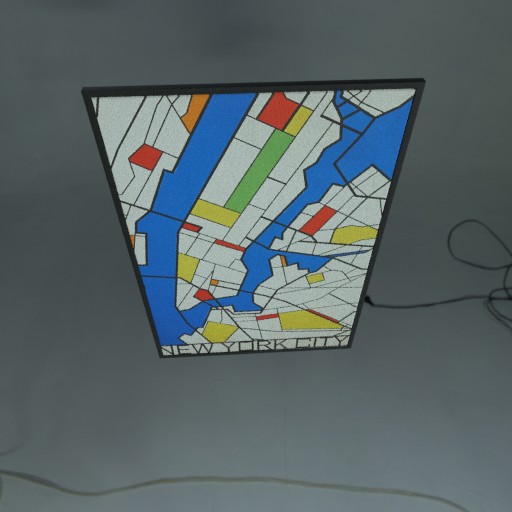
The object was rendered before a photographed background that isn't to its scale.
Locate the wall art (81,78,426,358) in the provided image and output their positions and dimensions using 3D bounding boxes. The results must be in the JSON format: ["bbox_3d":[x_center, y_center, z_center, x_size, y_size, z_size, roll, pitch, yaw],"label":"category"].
[{"bbox_3d":[0.000,0.000,0.826,0.457,0.657,0.013,-2,46,-2],"label":"wall art"}]
